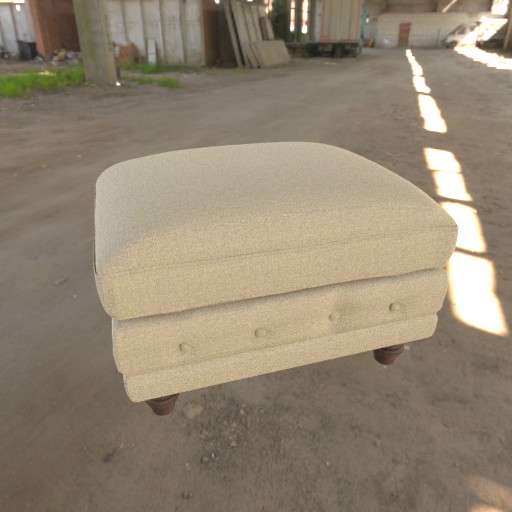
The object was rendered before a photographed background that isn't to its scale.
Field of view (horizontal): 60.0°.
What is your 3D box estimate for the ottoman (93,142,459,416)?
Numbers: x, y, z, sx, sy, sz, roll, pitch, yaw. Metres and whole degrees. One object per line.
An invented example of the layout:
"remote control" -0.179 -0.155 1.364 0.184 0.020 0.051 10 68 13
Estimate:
"ottoman" 0.000 0.000 1.043 0.684 0.463 0.541 -8 29 -15
